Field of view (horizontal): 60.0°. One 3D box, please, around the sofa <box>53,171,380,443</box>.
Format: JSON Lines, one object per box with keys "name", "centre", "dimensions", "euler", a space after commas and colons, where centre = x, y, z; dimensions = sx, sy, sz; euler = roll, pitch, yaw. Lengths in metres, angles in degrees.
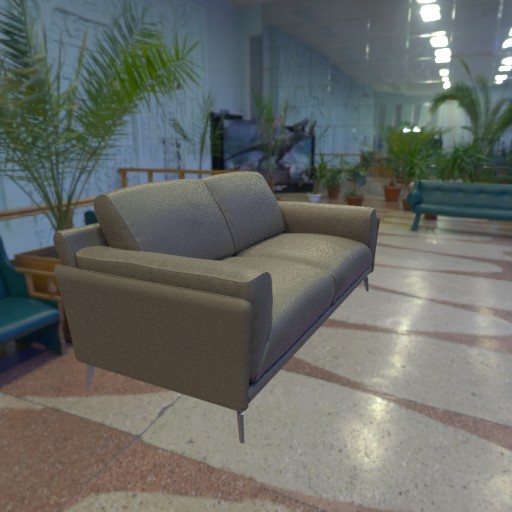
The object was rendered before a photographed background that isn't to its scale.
{"name": "sofa", "centre": [0.000, 0.000, 2.693], "dimensions": [1.049, 0.930, 2.101], "euler": [7, 16, 26]}
